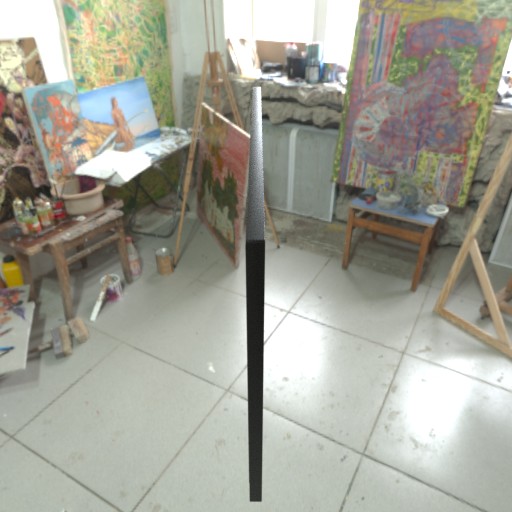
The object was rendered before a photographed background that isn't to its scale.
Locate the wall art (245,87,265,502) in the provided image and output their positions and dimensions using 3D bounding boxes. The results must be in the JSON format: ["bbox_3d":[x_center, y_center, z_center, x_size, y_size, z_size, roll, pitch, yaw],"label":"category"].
[{"bbox_3d":[0.000,0.000,0.549,0.013,0.306,0.440,0,33,0],"label":"wall art"}]
